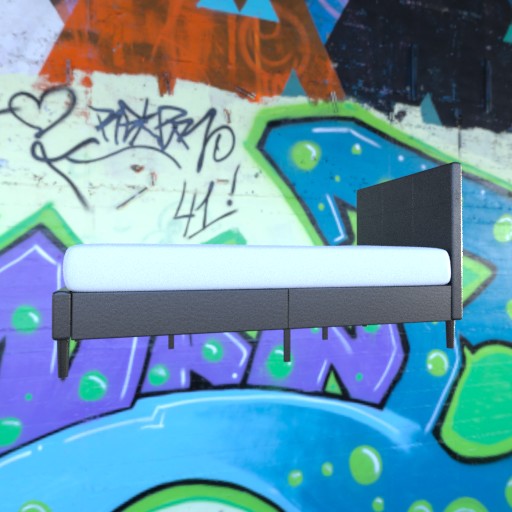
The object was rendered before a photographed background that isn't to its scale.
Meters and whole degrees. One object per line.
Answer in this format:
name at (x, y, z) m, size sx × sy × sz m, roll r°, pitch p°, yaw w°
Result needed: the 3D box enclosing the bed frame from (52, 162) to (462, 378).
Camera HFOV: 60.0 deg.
bed frame at (0.000, 0.000, 2.495) m, size 2.152 × 1.046 × 1.038 m, roll 0°, pitch -1°, yaw -18°
